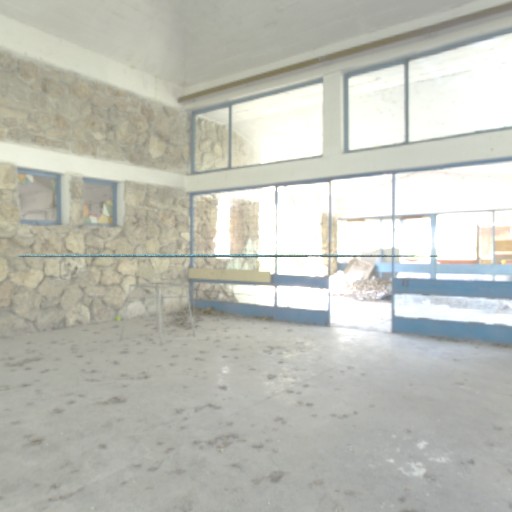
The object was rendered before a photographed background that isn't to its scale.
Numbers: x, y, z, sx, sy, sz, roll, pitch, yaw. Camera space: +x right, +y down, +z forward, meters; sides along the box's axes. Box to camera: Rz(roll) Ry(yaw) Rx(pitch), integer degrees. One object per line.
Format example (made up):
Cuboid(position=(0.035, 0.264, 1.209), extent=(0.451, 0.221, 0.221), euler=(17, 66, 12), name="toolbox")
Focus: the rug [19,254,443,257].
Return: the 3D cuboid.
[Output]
Cuboid(position=(0.000, 0.000, 4.002), extent=(2.441, 0.016, 3.050), euler=(0, 0, 37), name="rug")
